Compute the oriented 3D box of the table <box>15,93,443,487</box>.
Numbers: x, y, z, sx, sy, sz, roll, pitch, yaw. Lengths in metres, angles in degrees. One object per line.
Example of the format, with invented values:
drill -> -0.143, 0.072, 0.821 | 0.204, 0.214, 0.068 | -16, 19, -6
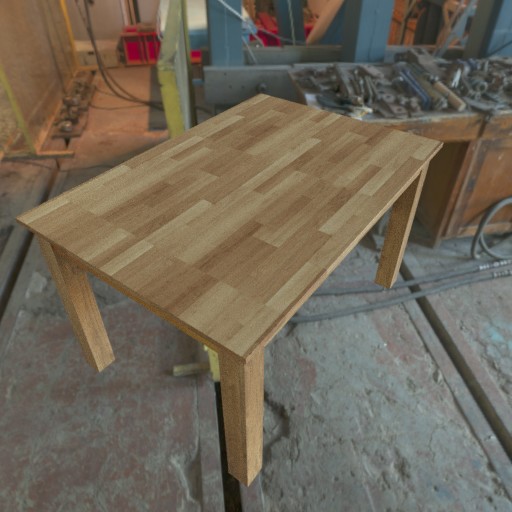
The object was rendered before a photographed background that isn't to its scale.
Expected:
table -> 0.000, 0.000, 1.813 | 0.900, 0.750, 1.300 | 25, 47, 27
